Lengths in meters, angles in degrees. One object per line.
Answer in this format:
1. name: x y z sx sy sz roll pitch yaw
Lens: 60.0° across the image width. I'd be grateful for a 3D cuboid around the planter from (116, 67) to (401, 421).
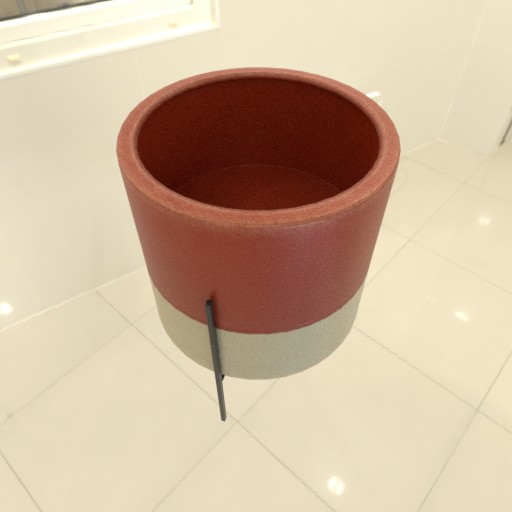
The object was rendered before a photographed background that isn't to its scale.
1. planter: 0.000 0.000 0.714 0.345 0.465 0.354 -32 55 -26
